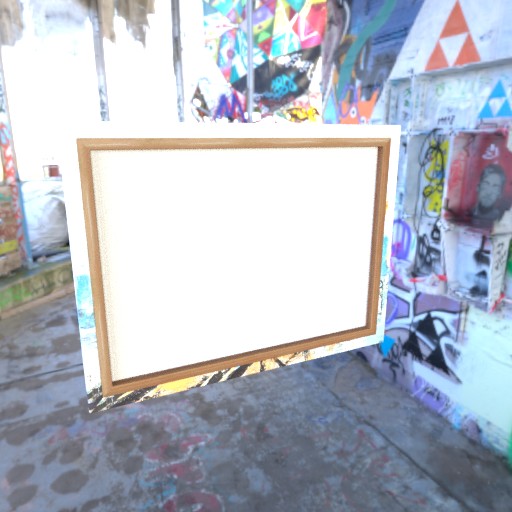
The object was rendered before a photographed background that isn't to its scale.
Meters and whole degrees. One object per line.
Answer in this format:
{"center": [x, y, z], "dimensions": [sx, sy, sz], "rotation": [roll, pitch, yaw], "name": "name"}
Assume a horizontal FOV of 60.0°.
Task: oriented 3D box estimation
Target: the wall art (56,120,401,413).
{"center": [0.000, 0.000, 1.328], "dimensions": [1.016, 0.762, 0.038], "rotation": [-7, 17, -24], "name": "wall art"}
